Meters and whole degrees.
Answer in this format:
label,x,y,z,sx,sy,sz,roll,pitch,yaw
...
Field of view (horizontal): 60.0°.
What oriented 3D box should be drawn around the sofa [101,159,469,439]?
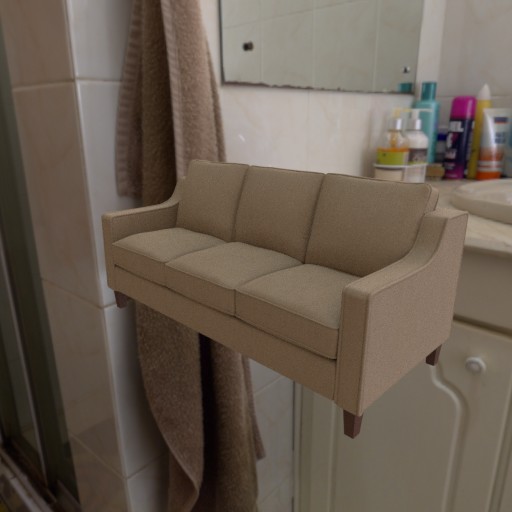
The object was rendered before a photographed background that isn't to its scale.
label,x,y,z,sx,sy,sz,roll,pitch,yaw
sofa,0.000,0.000,2.579,1.986,0.974,0.911,16,24,42
